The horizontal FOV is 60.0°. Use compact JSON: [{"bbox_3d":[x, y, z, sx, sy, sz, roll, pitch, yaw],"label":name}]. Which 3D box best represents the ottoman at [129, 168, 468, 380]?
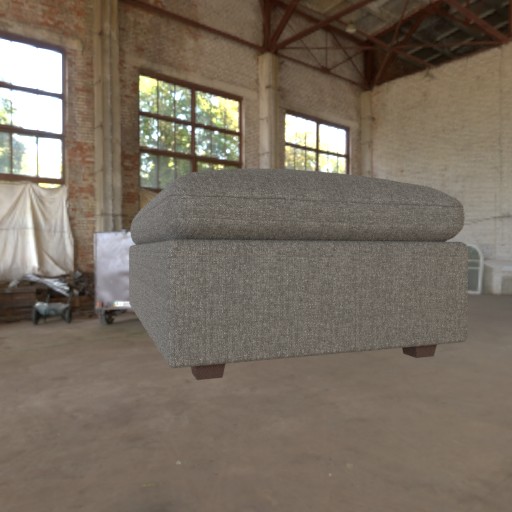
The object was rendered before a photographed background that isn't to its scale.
[{"bbox_3d":[0.000,0.000,1.413,0.711,0.483,1.041,0,1,-20],"label":"ottoman"}]
